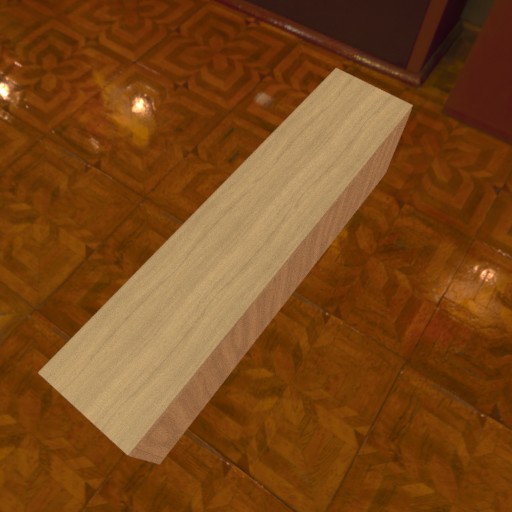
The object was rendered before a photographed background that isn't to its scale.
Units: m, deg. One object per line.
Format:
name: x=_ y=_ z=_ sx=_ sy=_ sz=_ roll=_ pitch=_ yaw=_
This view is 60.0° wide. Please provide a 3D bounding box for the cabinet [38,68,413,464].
cabinet: x=0.000 y=0.000 z=2.430 sx=0.499 sy=0.779 sz=2.198 roll=34 pitch=67 yaw=16
